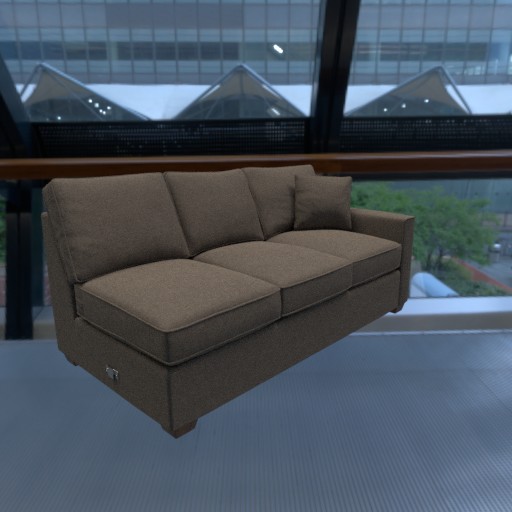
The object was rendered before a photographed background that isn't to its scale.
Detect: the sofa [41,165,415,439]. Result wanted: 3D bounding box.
[{"bbox_3d":[0.000,0.000,2.522,1.034,0.946,1.963,13,19,42],"label":"sofa"}]
